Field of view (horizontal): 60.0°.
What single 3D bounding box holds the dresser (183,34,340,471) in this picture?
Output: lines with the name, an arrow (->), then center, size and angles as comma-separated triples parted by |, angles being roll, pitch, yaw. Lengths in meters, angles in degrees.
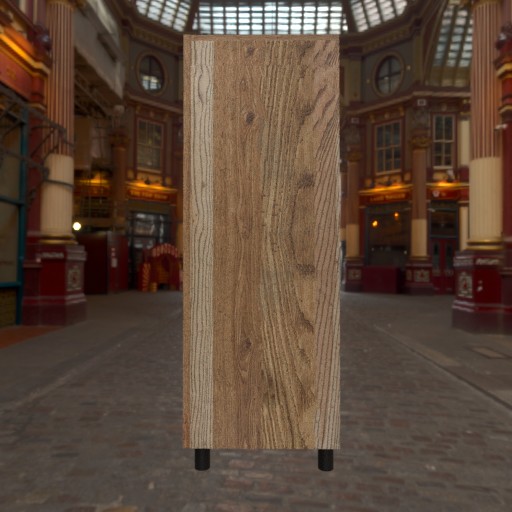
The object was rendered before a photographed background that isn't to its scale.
dresser -> 0.000, 0.000, 1.729 | 0.480, 1.243, 0.966 | 0, -1, 1
